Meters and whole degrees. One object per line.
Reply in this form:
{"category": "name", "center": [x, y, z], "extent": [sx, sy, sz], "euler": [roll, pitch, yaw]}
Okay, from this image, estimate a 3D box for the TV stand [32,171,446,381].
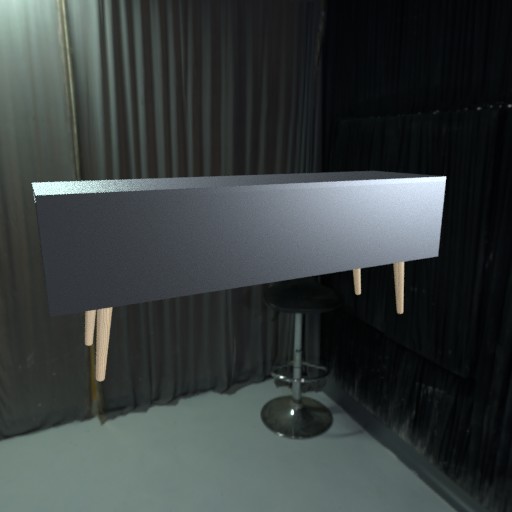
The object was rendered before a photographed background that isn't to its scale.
{"category": "TV stand", "center": [0.000, 0.000, 1.512], "extent": [1.312, 0.518, 0.390], "euler": [-7, 16, -26]}
